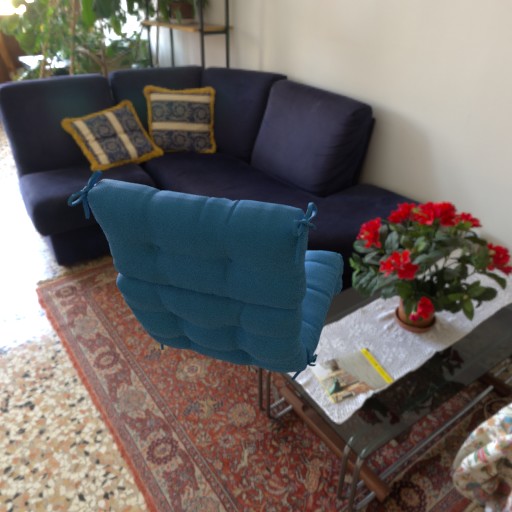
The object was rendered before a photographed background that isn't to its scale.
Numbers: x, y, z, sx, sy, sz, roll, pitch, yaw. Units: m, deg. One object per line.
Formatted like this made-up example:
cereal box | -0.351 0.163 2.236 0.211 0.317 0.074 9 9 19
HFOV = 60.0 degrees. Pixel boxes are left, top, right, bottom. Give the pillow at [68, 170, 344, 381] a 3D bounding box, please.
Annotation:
pillow | 0.000 0.000 1.468 0.526 0.863 1.016 10 34 16
